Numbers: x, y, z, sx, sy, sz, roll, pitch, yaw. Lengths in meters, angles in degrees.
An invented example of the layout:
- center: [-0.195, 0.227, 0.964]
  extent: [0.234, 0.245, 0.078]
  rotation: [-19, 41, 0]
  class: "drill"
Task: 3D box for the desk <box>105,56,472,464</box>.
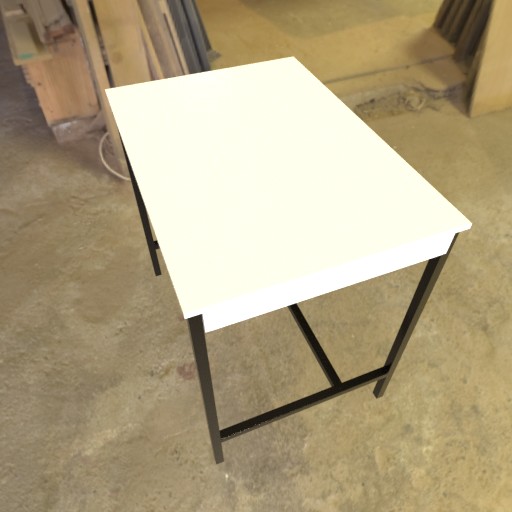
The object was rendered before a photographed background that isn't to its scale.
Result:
- center: [0.000, 0.000, 1.318]
  extent: [0.573, 0.766, 0.811]
  rotation: [-16, 49, -15]
  class: "desk"
